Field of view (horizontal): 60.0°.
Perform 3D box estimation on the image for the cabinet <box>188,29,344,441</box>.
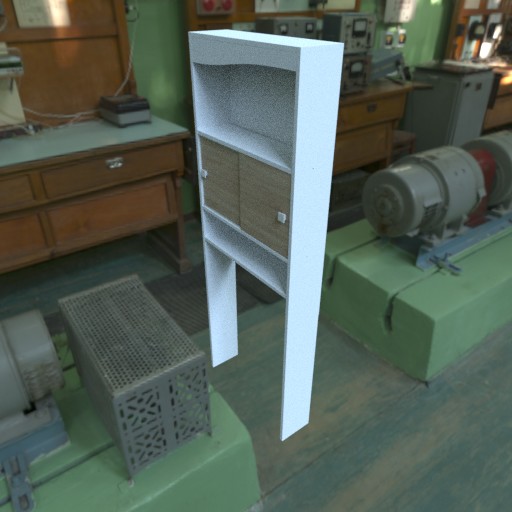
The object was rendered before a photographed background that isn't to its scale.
[{"bbox_3d":[0.000,0.000,1.991,0.192,1.770,0.643,-22,37,-31],"label":"cabinet"}]
